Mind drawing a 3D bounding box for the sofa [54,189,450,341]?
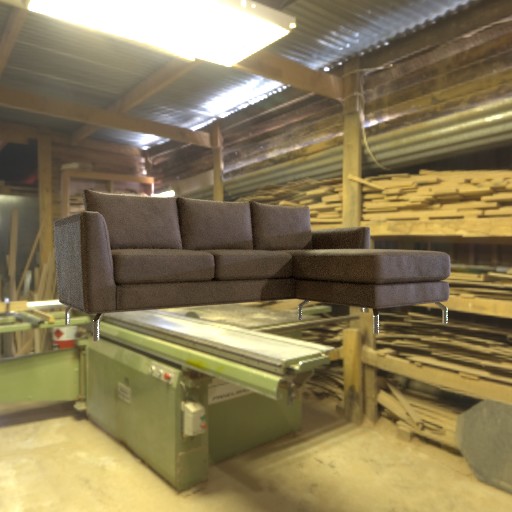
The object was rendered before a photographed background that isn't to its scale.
[{"bbox_3d":[0.000,0.000,3.236,2.438,0.987,1.622,0,0,-35],"label":"sofa"}]
